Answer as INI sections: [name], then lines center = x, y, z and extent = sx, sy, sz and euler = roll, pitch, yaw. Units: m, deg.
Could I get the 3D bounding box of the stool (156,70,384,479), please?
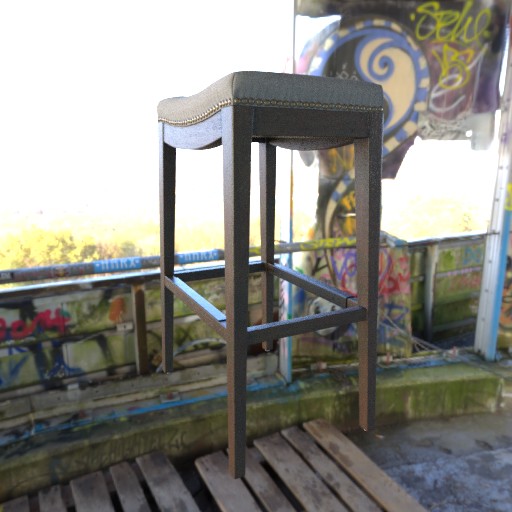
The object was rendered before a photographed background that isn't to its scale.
[stool]
center = 0.000, 0.000, 1.076
extent = 0.356, 0.762, 0.508
euler = -7, 15, -27
